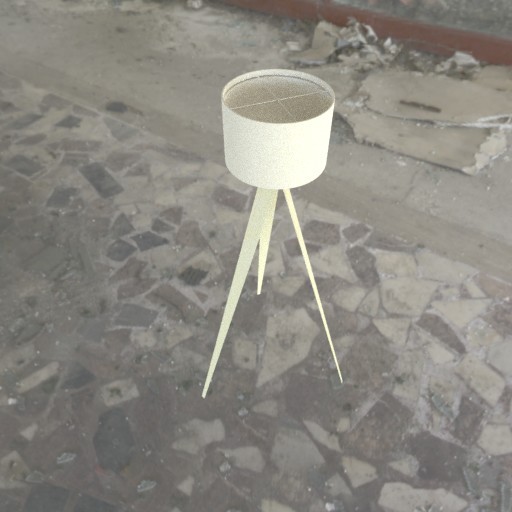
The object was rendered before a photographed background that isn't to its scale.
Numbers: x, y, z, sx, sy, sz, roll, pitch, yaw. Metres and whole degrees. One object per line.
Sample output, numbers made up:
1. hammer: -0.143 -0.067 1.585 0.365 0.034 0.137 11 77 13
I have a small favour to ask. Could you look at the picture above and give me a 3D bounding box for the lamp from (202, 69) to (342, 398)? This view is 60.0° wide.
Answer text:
1. lamp: 0.000 0.000 1.935 0.724 1.524 0.716 -15 49 -14
